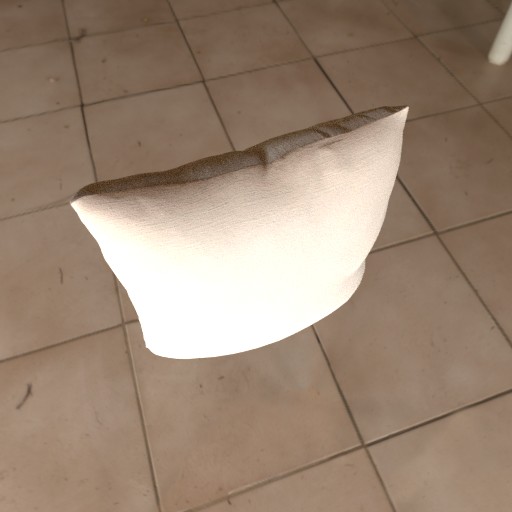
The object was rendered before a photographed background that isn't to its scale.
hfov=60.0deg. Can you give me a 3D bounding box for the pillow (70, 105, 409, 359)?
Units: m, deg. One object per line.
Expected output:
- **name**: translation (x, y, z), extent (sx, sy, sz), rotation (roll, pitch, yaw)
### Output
- **pillow**: translation (0.000, 0.000, 0.716), extent (0.450, 0.448, 0.245), rotation (-17, 58, -11)
